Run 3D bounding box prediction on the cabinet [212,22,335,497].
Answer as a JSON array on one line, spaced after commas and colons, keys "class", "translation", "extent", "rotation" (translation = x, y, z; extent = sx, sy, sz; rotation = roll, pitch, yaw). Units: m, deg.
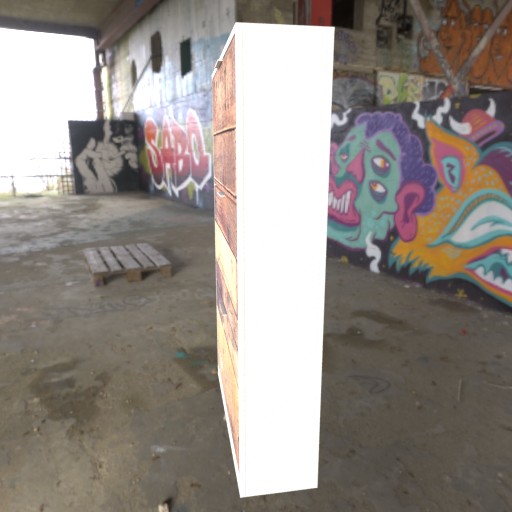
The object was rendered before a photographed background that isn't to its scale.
[{"class": "cabinet", "translation": [0.000, 0.000, 1.536], "extent": [0.250, 1.280, 0.750], "rotation": [-2, 14, -9]}]
